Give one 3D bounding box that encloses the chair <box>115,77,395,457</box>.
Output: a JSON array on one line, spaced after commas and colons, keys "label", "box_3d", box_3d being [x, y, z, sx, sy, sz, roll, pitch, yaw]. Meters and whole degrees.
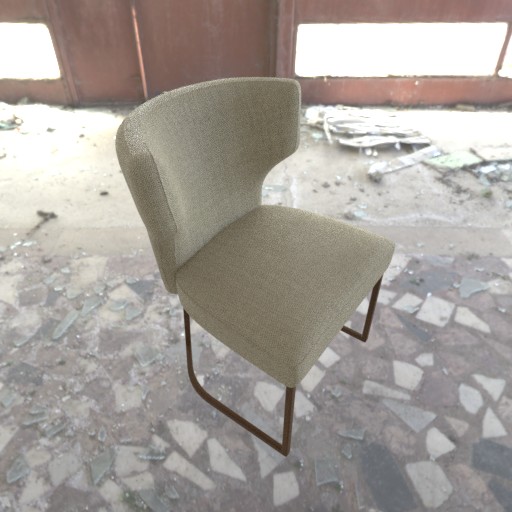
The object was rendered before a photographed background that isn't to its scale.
[{"label": "chair", "box_3d": [0.000, 0.000, 1.261, 0.617, 0.824, 0.611, 25, 46, 27]}]
